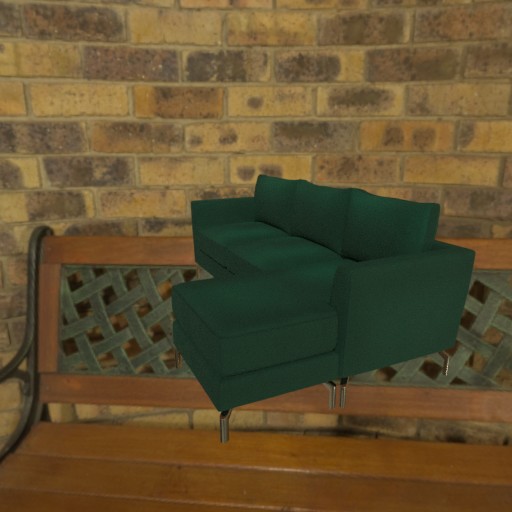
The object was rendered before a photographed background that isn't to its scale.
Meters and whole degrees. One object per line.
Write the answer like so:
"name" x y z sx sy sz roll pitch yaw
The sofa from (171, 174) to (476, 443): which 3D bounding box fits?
"sofa" 0.000 0.000 3.199 1.489 1.007 2.441 -7 17 -25
